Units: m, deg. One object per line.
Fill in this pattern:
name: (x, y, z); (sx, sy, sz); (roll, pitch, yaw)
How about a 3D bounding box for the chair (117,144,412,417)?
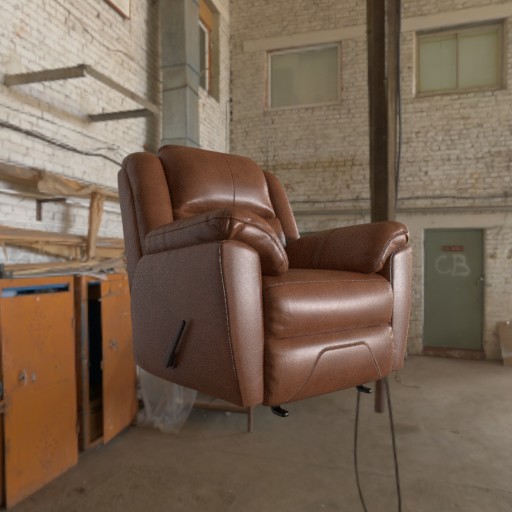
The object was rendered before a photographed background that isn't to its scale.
chair: (0.000, 0.000, 1.977); (0.990, 1.093, 1.041); (0, -1, -37)
